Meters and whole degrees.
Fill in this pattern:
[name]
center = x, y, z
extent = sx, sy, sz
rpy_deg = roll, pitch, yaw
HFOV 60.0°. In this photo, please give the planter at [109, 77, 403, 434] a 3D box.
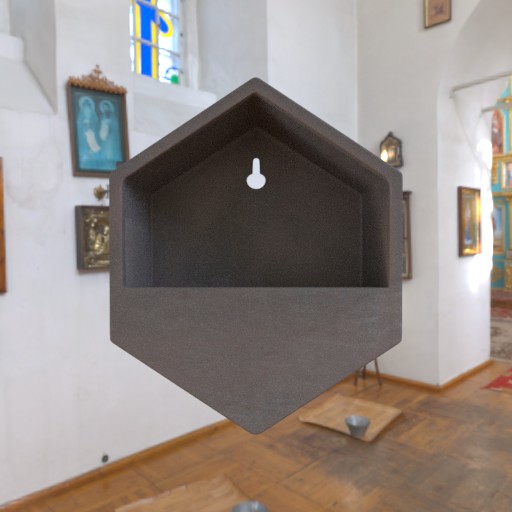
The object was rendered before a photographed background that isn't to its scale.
[planter]
center = 0.000, 0.000, 0.293
extent = 0.169, 0.206, 0.077
rpy_deg = 0, 1, 0
